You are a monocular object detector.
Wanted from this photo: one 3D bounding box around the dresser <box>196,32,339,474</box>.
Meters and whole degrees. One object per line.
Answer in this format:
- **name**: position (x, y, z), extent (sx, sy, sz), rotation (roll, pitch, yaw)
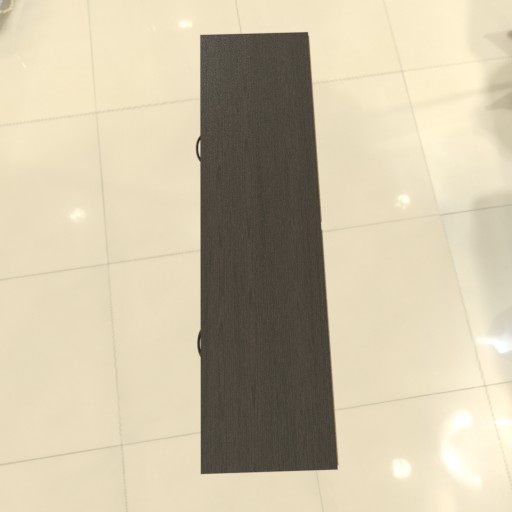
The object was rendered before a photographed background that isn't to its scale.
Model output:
- **dresser**: position (0.000, 0.000, 1.700), extent (0.401, 0.755, 1.360), rotation (-2, 76, 0)
